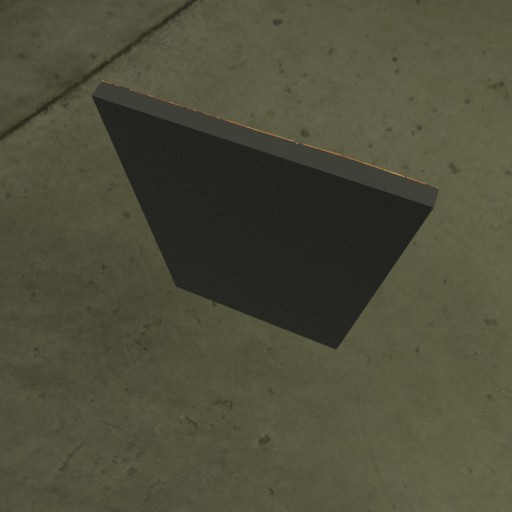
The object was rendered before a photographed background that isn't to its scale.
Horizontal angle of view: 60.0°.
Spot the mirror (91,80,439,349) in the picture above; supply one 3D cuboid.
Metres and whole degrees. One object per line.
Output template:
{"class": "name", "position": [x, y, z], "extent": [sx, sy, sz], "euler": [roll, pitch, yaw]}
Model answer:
{"class": "mirror", "position": [0.000, 0.000, 1.147], "extent": [0.606, 0.912, 0.044], "euler": [20, 66, 9]}
